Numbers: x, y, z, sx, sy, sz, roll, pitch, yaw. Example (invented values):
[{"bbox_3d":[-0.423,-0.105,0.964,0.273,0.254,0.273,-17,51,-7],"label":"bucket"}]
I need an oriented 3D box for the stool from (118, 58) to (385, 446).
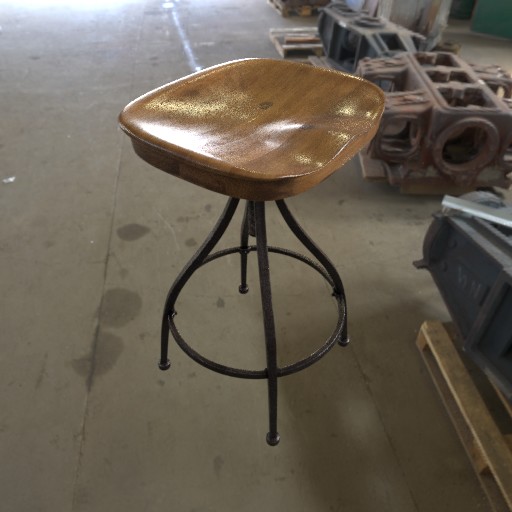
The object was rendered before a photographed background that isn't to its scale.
[{"bbox_3d":[0.000,0.000,0.969,0.424,0.694,0.432,25,47,26],"label":"stool"}]
